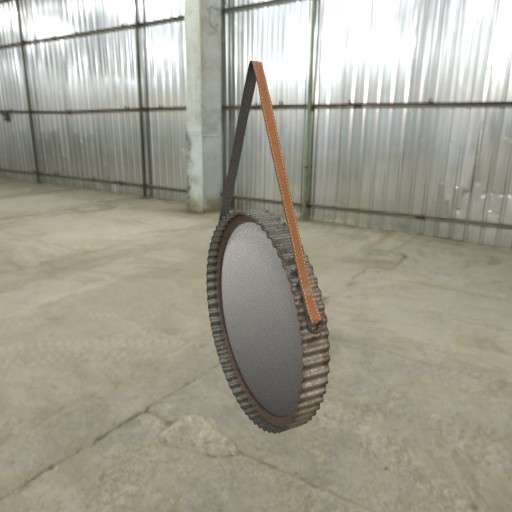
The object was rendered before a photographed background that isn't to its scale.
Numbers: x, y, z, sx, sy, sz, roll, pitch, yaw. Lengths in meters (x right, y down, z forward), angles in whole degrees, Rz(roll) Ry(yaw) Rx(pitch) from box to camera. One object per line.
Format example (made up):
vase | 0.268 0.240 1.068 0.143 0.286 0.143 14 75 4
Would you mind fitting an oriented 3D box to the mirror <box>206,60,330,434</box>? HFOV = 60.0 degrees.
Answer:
mirror | 0.000 0.000 0.698 0.042 0.568 0.355 -8 18 -26
